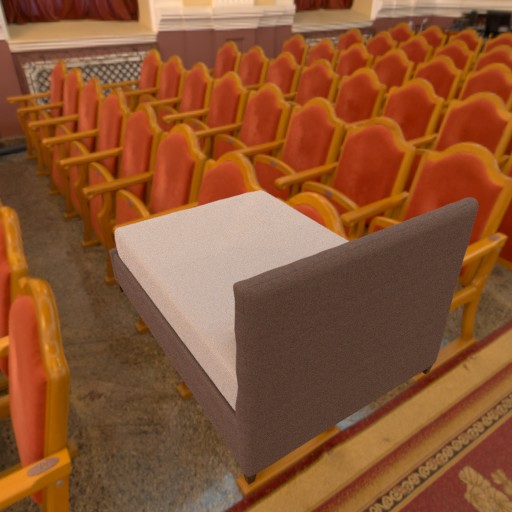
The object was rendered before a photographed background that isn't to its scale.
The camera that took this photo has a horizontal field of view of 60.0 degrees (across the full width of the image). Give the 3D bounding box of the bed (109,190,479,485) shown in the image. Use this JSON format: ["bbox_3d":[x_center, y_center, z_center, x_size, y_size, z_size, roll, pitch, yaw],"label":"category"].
[{"bbox_3d":[0.000,0.000,3.455,1.698,1.427,2.387,-19,36,-28],"label":"bed"}]
